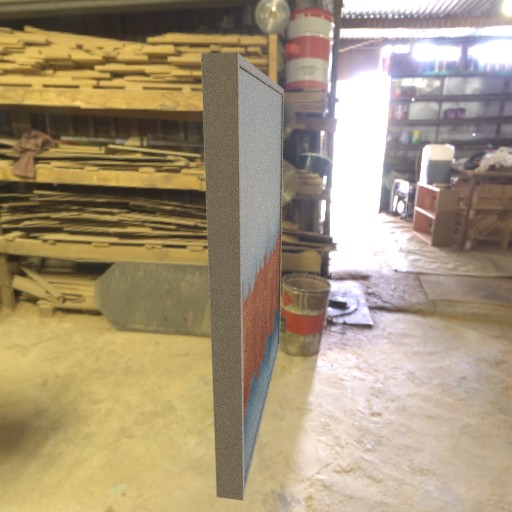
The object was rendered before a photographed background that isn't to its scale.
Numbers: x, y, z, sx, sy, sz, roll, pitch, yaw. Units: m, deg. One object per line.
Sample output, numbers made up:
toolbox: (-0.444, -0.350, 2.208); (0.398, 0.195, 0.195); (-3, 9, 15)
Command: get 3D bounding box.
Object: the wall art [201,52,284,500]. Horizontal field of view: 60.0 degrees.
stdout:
wall art: (0.000, 0.000, 0.735); (0.039, 0.553, 0.451); (3, 16, 9)
